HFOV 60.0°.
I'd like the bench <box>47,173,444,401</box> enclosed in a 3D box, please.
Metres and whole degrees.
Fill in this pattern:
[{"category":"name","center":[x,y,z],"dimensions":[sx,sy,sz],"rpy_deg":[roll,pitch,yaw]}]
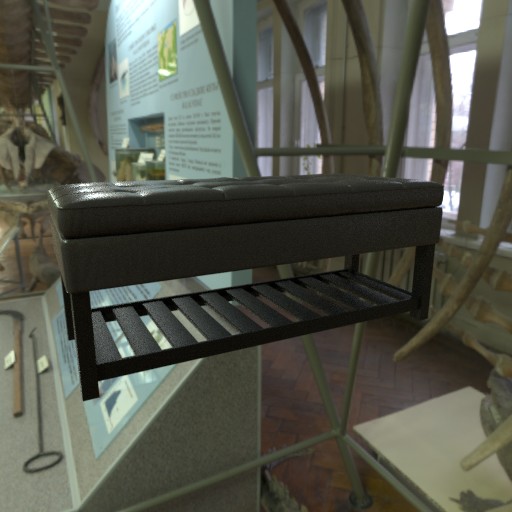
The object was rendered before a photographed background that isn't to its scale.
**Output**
[{"category":"bench","center":[0.000,0.000,1.349],"dimensions":[1.105,0.460,0.432],"rpy_deg":[-7,16,-26]}]
